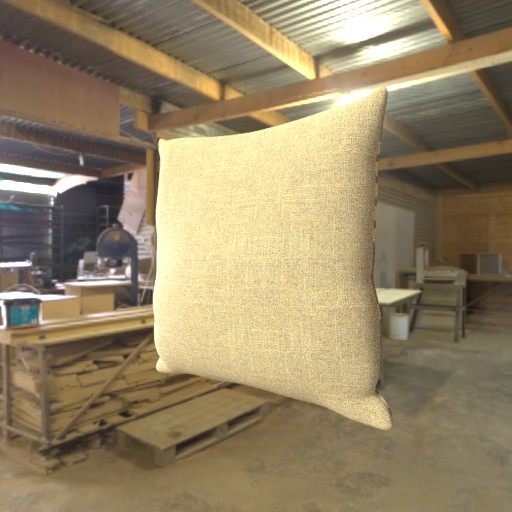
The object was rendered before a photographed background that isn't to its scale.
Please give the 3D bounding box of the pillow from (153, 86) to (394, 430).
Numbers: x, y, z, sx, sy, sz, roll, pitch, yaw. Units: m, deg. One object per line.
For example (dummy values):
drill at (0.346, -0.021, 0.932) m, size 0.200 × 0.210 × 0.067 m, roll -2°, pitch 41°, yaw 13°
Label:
pillow at (0.000, 0.000, 0.693) m, size 0.439 × 0.440 × 0.182 m, roll 1°, pitch 1°, yaw 36°
